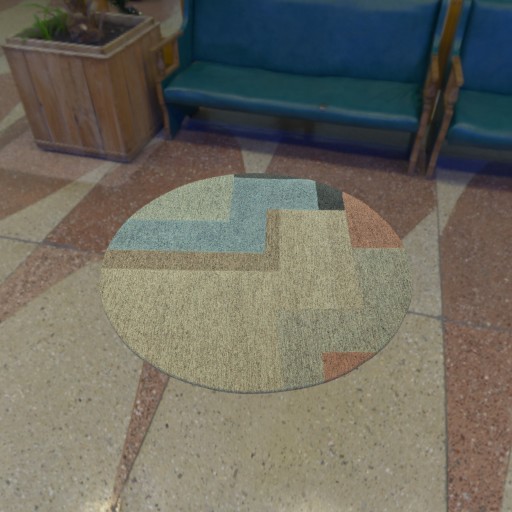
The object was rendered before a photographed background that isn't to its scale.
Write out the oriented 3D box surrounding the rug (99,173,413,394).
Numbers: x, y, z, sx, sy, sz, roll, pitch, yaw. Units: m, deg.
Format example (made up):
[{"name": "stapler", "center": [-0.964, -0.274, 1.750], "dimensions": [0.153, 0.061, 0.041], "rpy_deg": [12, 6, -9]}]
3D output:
[{"name": "rug", "center": [0.000, 0.000, 3.589], "dimensions": [2.461, 0.033, 2.461], "rpy_deg": [0, 43, 0]}]
